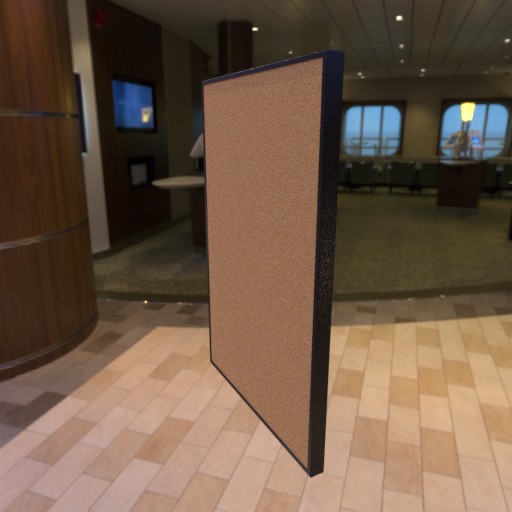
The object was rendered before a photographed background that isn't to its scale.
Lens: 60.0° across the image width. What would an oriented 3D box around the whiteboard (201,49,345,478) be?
[{"bbox_3d":[0.000,0.000,0.781,0.026,0.611,0.406,-8,18,-27],"label":"whiteboard"}]
